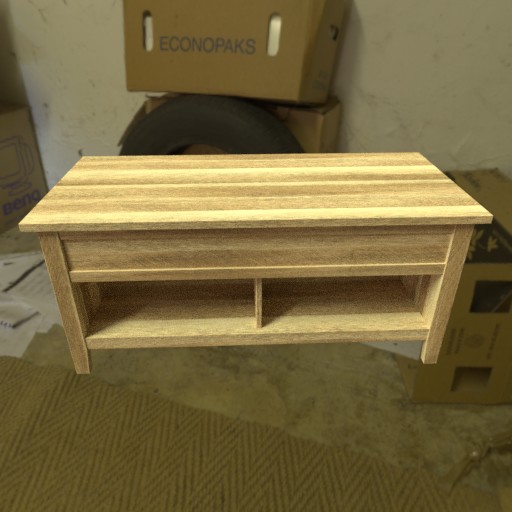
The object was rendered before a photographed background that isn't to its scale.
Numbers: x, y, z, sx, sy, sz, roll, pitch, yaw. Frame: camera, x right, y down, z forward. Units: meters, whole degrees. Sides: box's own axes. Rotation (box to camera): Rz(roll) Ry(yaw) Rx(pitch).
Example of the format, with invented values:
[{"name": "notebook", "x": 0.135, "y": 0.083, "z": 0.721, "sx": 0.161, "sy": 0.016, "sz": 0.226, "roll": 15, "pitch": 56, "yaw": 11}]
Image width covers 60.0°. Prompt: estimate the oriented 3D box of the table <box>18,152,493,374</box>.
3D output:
[{"name": "table", "x": 0.000, "y": 0.000, "z": 1.353, "sx": 1.095, "sy": 0.480, "sz": 0.493, "roll": -1, "pitch": 30, "yaw": -2}]
